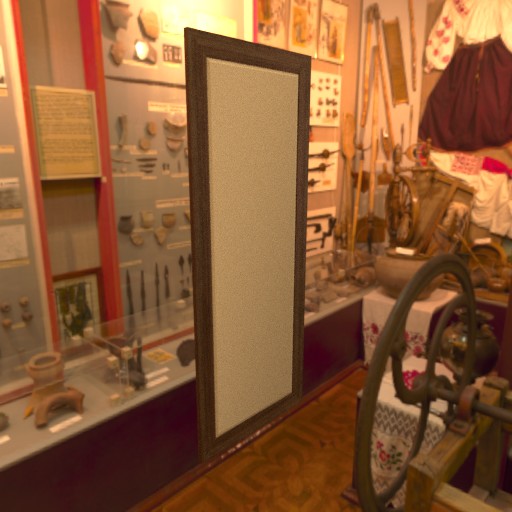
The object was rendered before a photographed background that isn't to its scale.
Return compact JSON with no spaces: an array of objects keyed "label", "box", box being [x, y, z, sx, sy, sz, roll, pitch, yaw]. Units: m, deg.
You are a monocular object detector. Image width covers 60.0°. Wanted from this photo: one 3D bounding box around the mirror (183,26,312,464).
[{"label":"mirror","box":[0.000,0.000,2.303,0.025,2.032,0.812,13,19,43]}]
